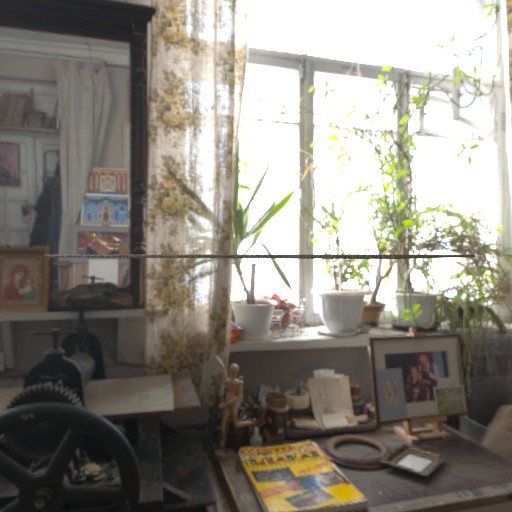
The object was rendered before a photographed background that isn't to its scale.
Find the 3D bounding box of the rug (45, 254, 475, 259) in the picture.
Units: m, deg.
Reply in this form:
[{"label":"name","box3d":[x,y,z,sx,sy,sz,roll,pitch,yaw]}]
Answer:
[{"label":"rug","box3d":[0.000,0.000,2.829,2.297,0.018,1.532,0,0,36]}]
